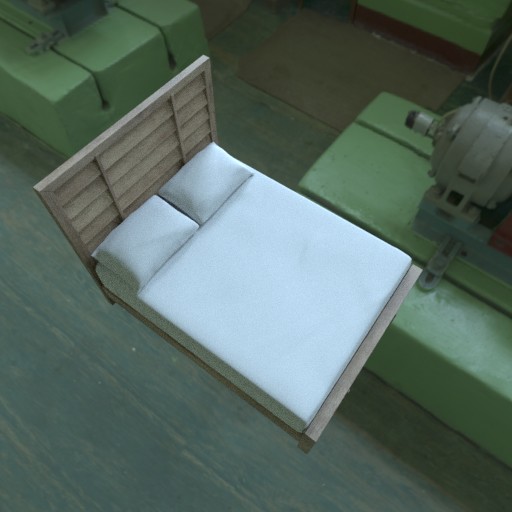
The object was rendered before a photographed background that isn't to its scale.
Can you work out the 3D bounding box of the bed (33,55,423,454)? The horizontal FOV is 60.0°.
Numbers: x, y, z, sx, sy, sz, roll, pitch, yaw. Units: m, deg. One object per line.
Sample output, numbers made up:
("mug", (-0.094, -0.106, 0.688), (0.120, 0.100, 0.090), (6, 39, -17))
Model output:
("bed", (0.000, 0.000, 3.398), (2.197, 1.626, 1.626), (32, 64, 18))
